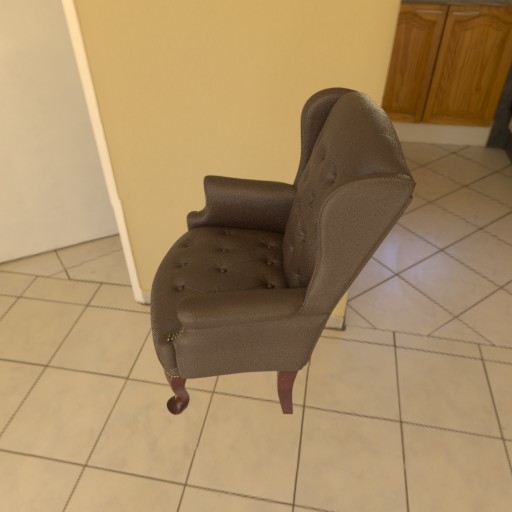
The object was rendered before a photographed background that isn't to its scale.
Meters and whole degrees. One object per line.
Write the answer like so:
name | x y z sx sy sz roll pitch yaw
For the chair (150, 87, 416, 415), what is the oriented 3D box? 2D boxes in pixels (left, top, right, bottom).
chair | 0.000 0.000 1.661 0.819 1.132 0.829 0 39 1
